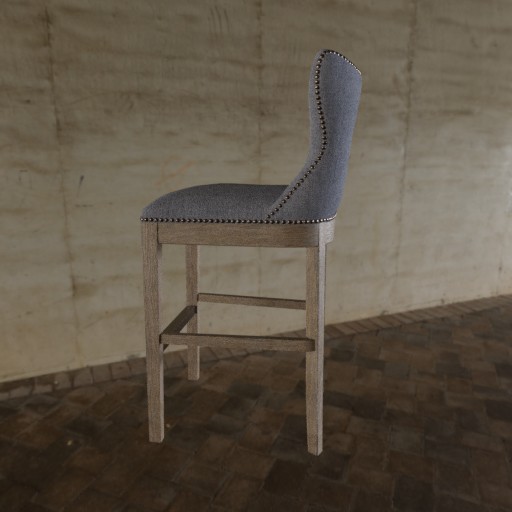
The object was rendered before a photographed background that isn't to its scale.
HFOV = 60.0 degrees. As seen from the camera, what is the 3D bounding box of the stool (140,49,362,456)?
[{"bbox_3d":[0.000,0.000,1.416,0.606,1.123,0.494,2,13,9],"label":"stool"}]
